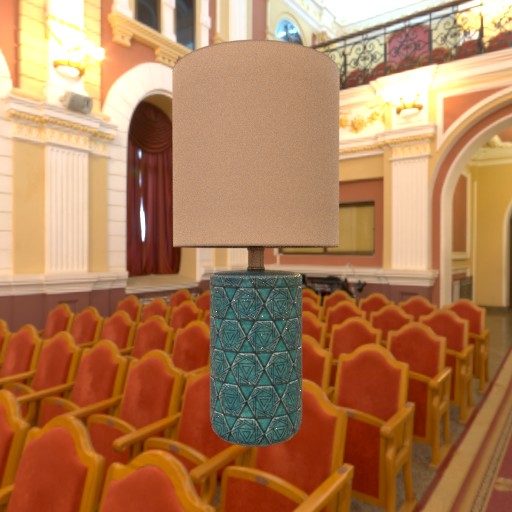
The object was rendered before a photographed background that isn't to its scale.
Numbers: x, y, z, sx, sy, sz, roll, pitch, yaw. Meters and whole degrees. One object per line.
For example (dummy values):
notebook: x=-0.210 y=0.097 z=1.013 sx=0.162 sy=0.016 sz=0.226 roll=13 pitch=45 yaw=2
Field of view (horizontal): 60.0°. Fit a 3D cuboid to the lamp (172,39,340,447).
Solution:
lamp: x=0.000 y=0.000 z=0.750 sx=0.278 sy=0.597 sz=0.278 roll=0 pitch=0 yaw=36
